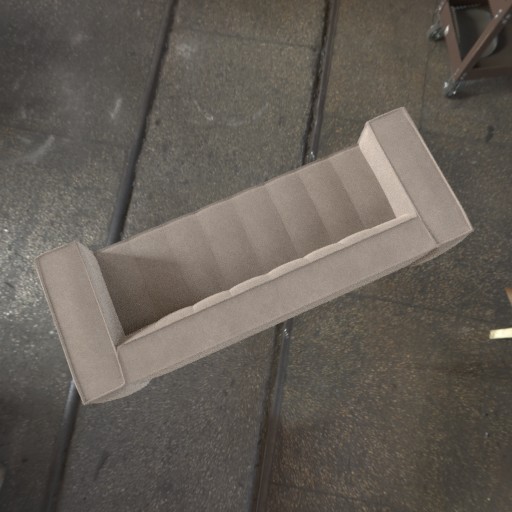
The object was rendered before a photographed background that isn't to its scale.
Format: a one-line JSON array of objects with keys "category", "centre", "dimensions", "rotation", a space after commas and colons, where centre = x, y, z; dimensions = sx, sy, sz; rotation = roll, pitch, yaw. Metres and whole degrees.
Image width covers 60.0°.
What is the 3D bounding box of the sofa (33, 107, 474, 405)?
[{"category": "sofa", "centre": [0.000, 0.000, 3.133], "dimensions": [2.697, 0.680, 1.038], "rotation": [-23, 78, -5]}]
